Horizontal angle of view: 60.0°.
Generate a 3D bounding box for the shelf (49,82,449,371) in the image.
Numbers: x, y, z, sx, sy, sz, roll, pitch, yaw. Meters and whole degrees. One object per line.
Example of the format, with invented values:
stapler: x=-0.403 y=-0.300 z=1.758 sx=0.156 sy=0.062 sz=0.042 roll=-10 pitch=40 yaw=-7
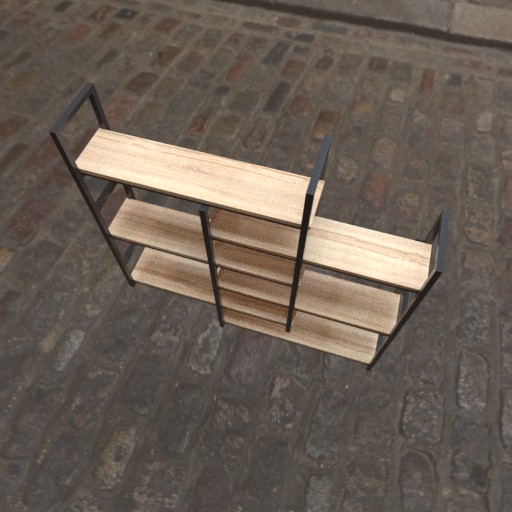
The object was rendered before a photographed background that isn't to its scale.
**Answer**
shelf: x=0.000 y=0.000 z=1.379 sx=0.946 sy=0.921 sz=0.183 roll=15 pitch=60 yaw=9
